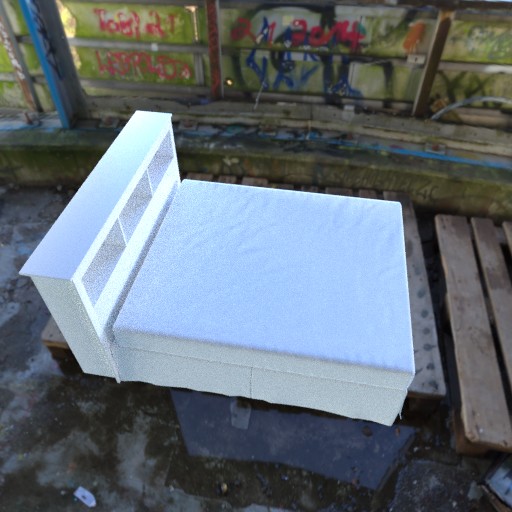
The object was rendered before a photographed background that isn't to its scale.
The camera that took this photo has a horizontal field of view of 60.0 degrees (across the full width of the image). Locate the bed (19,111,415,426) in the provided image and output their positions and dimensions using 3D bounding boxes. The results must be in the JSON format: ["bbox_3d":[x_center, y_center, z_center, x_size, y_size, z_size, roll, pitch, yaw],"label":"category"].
[{"bbox_3d":[0.000,0.000,3.063,2.133,1.092,1.671,7,47,7],"label":"bed"}]
